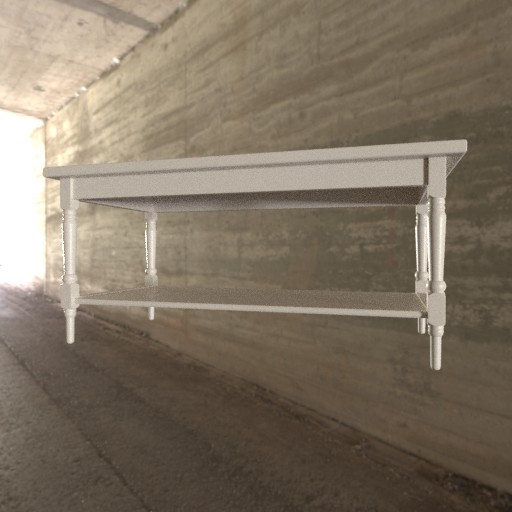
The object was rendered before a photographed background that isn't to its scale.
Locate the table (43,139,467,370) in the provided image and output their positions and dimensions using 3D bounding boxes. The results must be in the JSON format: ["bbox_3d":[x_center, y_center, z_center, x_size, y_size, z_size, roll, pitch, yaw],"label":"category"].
[{"bbox_3d":[0.000,0.000,1.371,1.107,0.510,0.550,0,1,17],"label":"table"}]
